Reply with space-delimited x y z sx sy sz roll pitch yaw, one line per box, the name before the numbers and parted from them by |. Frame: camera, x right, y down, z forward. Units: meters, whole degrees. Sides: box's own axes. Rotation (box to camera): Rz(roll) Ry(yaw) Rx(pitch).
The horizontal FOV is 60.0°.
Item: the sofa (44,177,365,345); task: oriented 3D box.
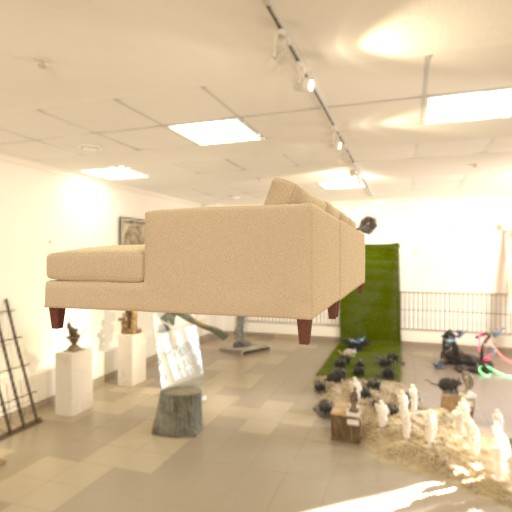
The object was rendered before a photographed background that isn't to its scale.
sofa | 0.000 0.000 3.881 1.625 0.861 3.186 0 0 18
